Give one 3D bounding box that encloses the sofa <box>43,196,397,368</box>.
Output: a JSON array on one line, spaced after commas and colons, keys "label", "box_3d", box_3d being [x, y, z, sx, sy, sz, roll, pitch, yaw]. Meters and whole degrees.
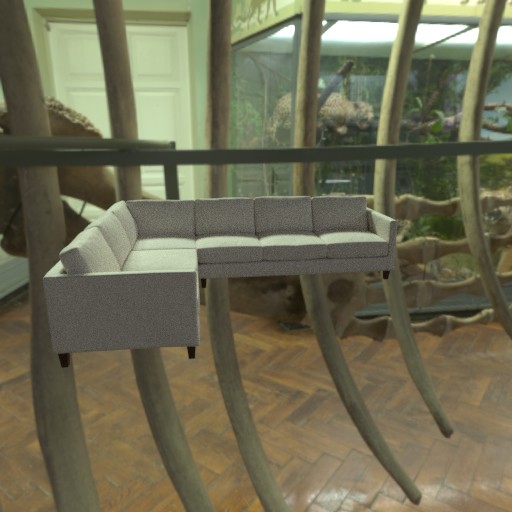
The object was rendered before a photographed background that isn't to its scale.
[{"label": "sofa", "box_3d": [0.000, 0.000, 4.330, 3.182, 0.863, 2.432, -2, 16, -8]}]
